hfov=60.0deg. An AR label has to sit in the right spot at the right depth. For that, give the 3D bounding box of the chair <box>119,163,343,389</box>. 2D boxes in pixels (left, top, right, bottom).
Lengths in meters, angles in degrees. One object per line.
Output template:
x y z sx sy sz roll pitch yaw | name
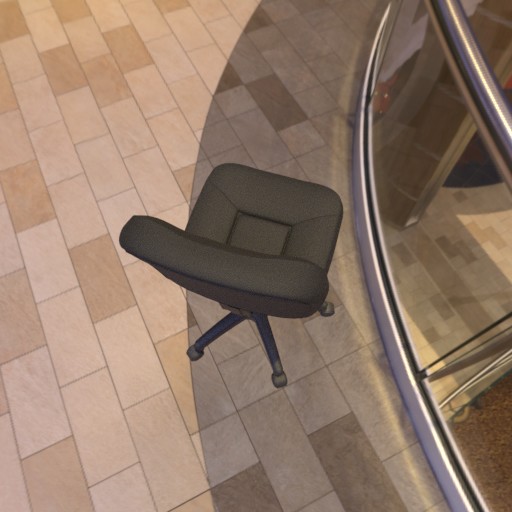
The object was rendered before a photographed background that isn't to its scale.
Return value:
0.000 0.000 1.358 0.610 0.972 0.610 16 64 8 | chair
